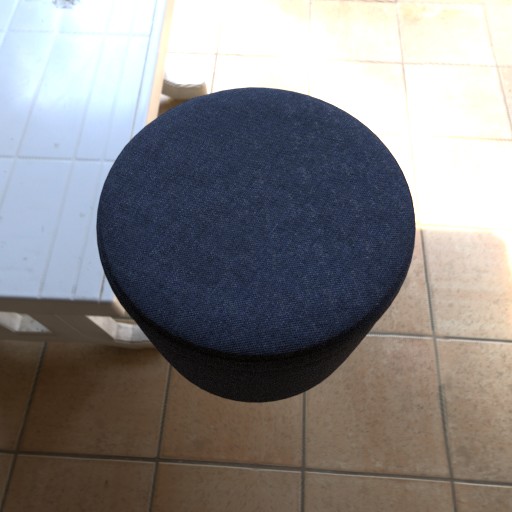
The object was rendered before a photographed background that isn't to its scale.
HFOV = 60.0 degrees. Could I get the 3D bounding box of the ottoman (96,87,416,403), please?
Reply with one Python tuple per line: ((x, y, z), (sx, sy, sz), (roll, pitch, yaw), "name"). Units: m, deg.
((0.000, 0.000, 0.887), (0.520, 0.430, 0.520), (0, 65, 0), "ottoman")
